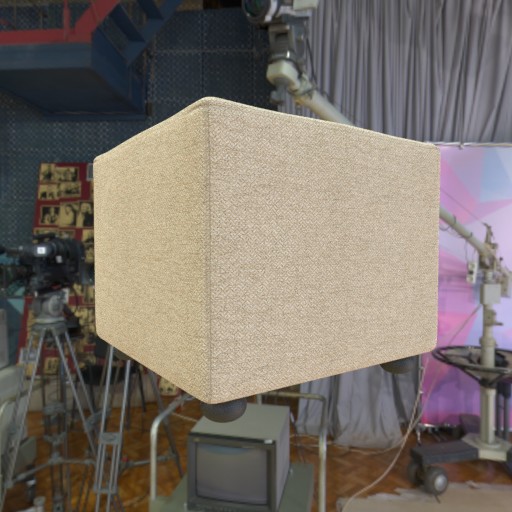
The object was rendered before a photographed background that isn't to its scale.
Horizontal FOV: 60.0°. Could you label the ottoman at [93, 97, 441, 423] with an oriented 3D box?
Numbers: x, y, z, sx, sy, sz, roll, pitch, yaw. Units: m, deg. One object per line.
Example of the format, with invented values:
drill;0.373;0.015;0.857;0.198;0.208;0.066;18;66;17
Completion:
ottoman;0.000;0.000;0.876;0.508;0.432;0.508;-1;3;-35
